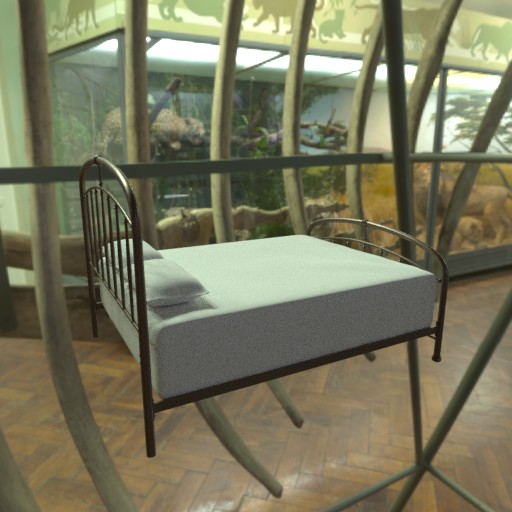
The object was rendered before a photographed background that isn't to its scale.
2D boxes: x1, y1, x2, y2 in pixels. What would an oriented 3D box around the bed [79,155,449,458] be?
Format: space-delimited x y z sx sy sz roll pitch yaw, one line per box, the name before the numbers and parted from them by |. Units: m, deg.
bed | 0.000 0.000 3.269 2.168 1.475 1.711 -7 16 -28
